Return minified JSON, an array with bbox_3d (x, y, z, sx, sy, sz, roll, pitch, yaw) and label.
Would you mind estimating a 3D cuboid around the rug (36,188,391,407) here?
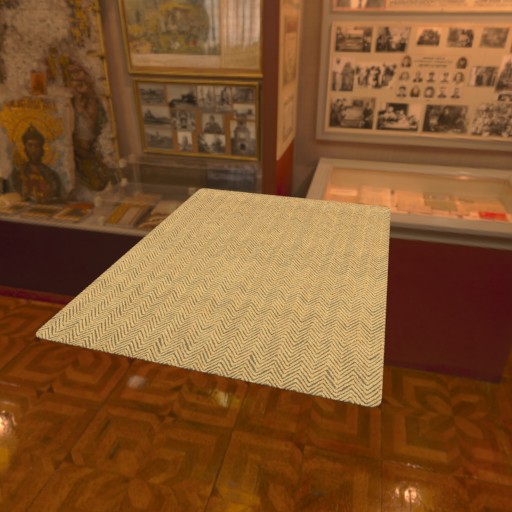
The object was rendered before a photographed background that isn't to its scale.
[{"bbox_3d":[0.000,0.000,4.245,2.439,0.014,3.207,8,30,14],"label":"rug"}]
